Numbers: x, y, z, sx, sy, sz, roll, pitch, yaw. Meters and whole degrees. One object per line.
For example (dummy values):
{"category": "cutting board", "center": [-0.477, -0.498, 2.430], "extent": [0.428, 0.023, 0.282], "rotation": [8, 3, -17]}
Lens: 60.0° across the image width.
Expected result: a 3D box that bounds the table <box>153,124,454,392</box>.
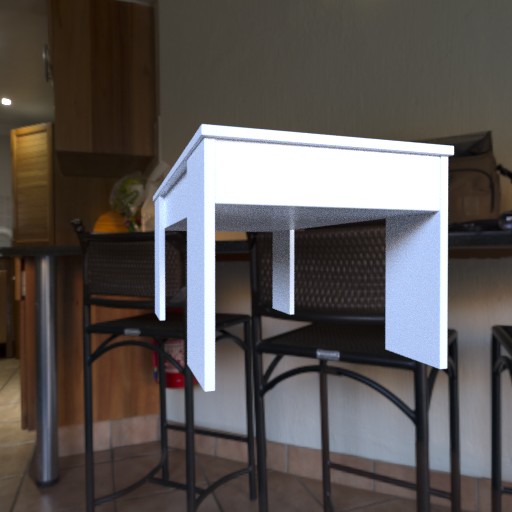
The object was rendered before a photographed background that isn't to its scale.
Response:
{"category": "table", "center": [0.000, 0.000, 1.273], "extent": [0.500, 0.440, 1.000], "rotation": [0, 1, -17]}
